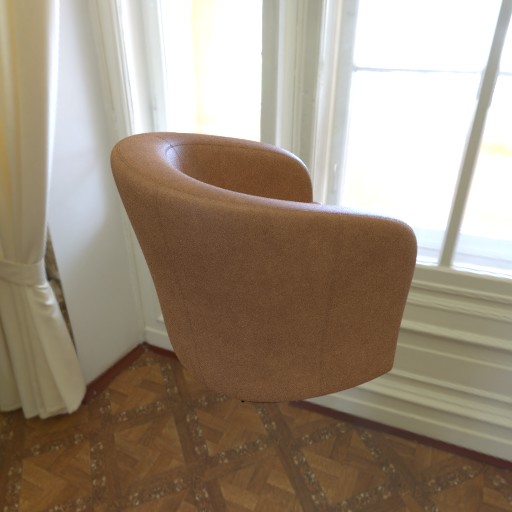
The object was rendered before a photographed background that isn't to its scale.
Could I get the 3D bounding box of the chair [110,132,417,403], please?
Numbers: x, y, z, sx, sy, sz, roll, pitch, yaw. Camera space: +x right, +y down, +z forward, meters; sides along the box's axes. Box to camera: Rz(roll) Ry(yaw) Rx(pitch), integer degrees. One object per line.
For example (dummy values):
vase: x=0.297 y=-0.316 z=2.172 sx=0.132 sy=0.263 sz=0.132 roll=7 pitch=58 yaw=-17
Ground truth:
chair: x=0.000 y=0.000 z=1.463 sx=0.815 sy=0.771 sz=0.791 roll=-11 pitch=31 yaw=-19
